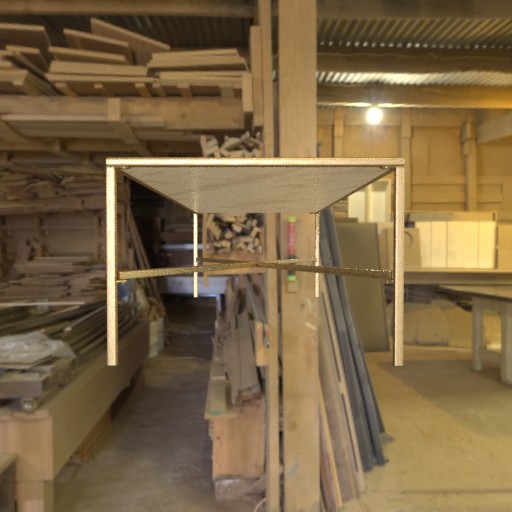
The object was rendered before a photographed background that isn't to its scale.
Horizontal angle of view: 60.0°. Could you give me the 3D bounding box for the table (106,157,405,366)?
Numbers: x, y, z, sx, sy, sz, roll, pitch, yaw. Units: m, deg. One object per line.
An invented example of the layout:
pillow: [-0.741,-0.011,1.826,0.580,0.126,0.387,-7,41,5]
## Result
table: [0.000,0.000,1.454,0.577,0.405,1.197,0,1,0]
